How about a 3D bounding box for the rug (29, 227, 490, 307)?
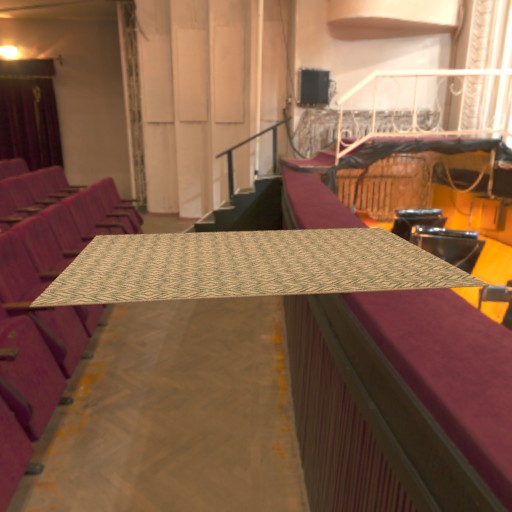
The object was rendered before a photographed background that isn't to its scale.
[{"bbox_3d":[0.000,0.000,3.043,2.435,0.011,1.517,-2,16,-7],"label":"rug"}]
